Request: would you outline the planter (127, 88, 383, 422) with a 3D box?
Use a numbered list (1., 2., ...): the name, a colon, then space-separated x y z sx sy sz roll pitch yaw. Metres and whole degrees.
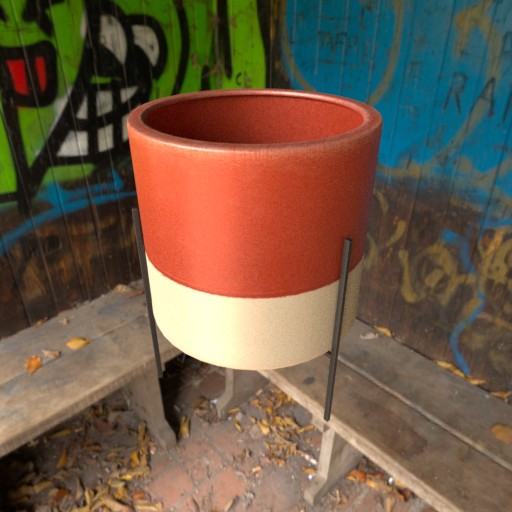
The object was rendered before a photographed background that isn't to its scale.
1. planter: 0.000 0.000 0.728 0.345 0.465 0.354 10 32 16
